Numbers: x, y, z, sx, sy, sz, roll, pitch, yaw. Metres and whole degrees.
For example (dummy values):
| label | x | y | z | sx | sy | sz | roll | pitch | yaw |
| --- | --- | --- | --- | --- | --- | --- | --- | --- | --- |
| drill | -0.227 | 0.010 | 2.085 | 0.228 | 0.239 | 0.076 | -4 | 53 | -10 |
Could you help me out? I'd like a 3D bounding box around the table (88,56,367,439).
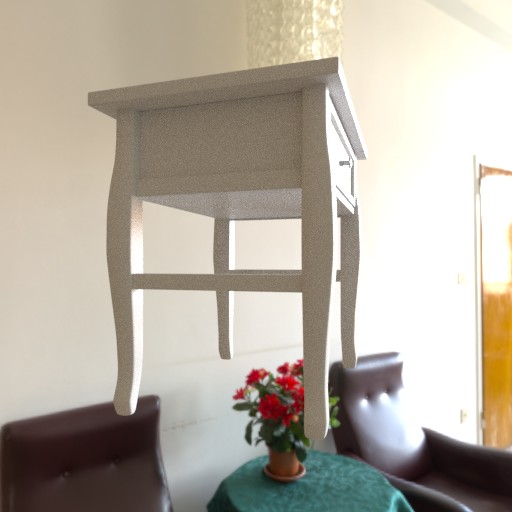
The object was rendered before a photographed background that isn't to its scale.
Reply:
| label | x | y | z | sx | sy | sz | roll | pitch | yaw |
| --- | --- | --- | --- | --- | --- | --- | --- | --- | --- |
| table | 0.000 | 0.000 | 1.030 | 0.463 | 0.605 | 0.599 | 0 | -1 | 18 |
